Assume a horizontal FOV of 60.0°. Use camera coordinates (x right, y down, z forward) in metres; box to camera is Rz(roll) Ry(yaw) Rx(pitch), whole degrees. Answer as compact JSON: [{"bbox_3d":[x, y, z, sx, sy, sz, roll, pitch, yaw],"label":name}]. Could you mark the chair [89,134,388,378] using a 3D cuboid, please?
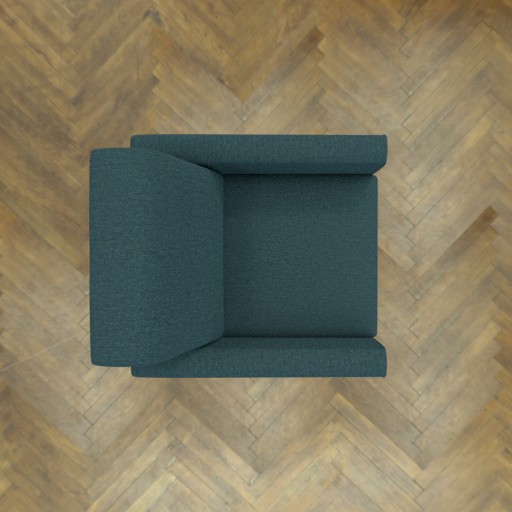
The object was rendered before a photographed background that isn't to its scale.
[{"bbox_3d":[0.000,0.000,1.708,0.964,0.940,0.880,0,91,0],"label":"chair"}]
